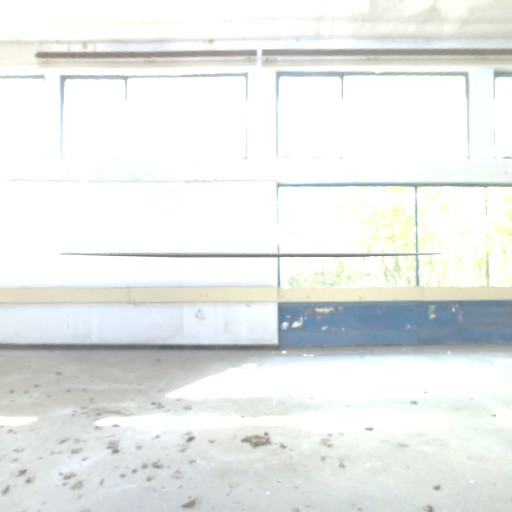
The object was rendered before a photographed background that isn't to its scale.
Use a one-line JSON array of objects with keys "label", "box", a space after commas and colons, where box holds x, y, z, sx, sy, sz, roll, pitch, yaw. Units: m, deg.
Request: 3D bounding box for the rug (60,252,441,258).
[{"label": "rug", "box": [0.000, 0.000, 2.885, 1.522, 0.008, 2.284, 0, 0, 1]}]
